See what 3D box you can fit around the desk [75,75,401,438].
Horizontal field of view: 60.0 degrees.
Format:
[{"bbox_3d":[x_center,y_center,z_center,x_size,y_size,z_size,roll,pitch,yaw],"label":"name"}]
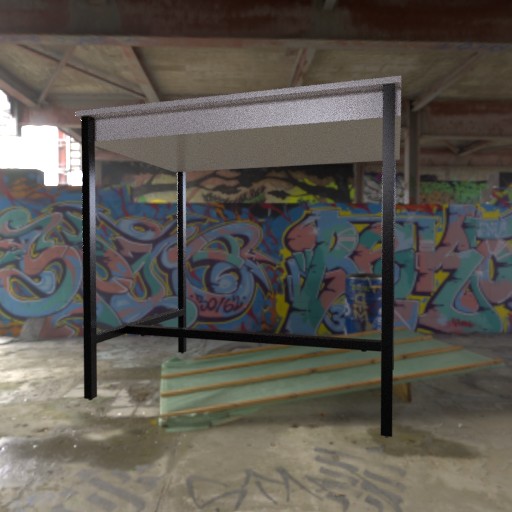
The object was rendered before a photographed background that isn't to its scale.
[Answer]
[{"bbox_3d":[0.000,0.000,1.321,0.811,0.766,0.573,0,1,18],"label":"desk"}]
